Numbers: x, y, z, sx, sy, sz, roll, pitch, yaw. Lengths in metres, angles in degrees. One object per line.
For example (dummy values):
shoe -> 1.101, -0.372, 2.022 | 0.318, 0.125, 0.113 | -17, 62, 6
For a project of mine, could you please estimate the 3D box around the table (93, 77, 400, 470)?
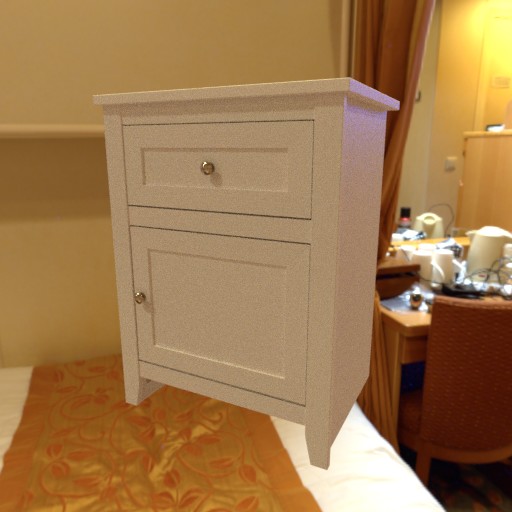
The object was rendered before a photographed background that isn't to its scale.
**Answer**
table -> 0.000, 0.000, 0.945 | 0.480, 0.635, 0.381 | 7, 16, 26
